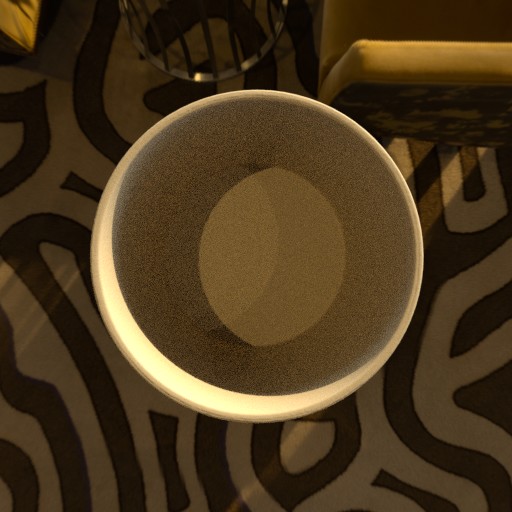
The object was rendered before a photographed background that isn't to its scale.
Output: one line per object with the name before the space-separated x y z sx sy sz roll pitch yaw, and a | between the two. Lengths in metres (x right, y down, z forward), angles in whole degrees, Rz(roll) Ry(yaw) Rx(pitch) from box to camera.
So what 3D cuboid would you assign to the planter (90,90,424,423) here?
planter | 0.000 0.000 0.394 0.221 0.201 0.221 0 90 0
